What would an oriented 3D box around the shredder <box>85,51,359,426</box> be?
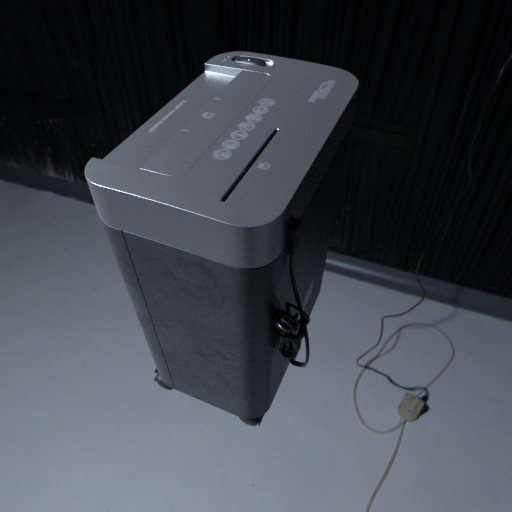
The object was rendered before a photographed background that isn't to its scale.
[{"bbox_3d":[0.000,0.000,0.612,0.237,0.419,0.311,18,49,16],"label":"shredder"}]
